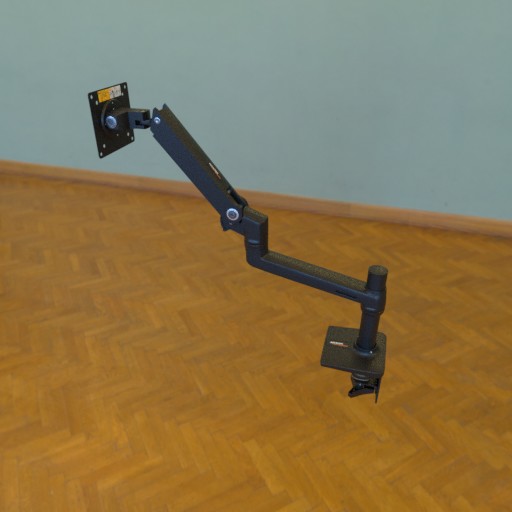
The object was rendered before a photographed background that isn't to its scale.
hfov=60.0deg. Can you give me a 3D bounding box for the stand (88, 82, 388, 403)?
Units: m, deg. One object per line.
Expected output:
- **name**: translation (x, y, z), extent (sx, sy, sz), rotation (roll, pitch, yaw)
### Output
- **stand**: translation (0.000, 0.000, 1.030), extent (0.650, 0.713, 0.152), rotation (8, 31, 14)
